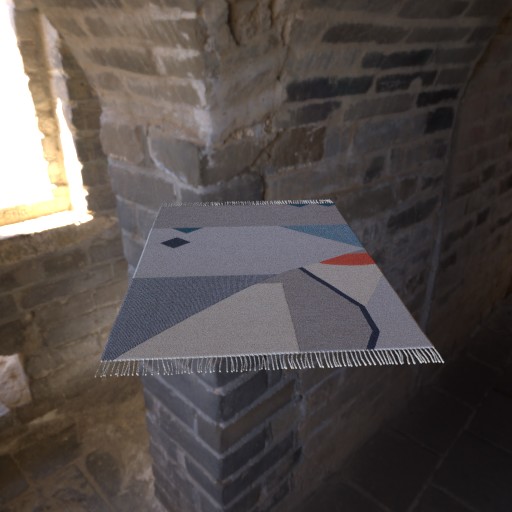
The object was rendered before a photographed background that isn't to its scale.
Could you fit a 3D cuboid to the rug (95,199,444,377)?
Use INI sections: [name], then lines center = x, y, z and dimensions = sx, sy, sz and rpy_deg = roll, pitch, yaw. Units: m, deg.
[rug]
center = 0.000, 0.000, 2.346
dimensions = 1.220, 0.005, 1.828
rpy_deg = -2, 25, -3
